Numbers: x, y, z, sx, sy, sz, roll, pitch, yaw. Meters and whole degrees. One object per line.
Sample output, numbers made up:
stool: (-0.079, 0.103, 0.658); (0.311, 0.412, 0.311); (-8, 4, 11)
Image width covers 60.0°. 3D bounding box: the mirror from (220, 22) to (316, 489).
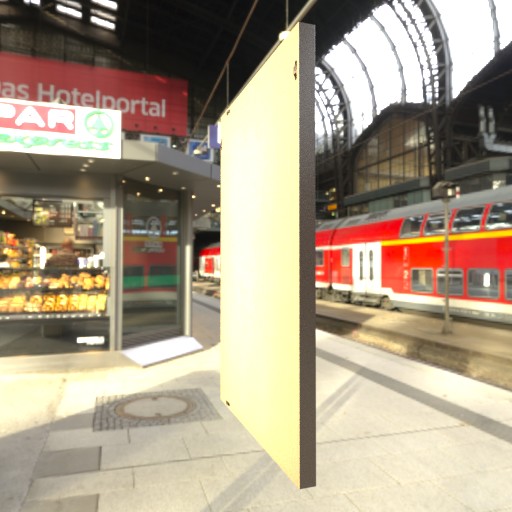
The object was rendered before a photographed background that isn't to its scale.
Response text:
mirror: (0.000, 0.000, 1.159); (0.041, 0.915, 0.609); (0, -1, -19)
